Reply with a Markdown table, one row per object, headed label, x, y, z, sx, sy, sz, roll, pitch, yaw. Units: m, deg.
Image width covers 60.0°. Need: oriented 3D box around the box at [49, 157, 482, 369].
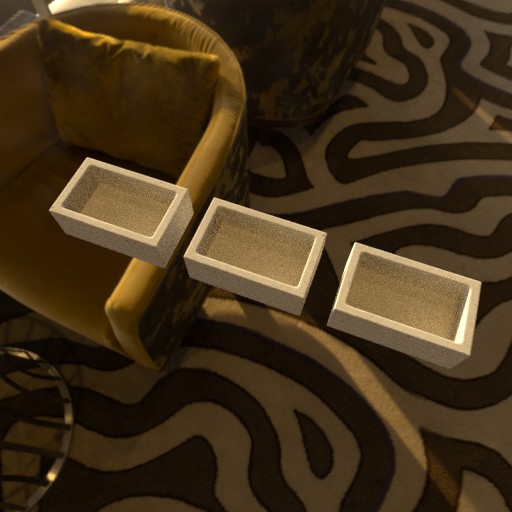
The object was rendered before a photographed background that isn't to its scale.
| label | x | y | z | sx | sy | sz | roll | pitch | yaw |
| --- | --- | --- | --- | --- | --- | --- | --- | --- | --- |
| box | 0.000 | 0.000 | 0.494 | 0.461 | 0.051 | 0.082 | 19 | 64 | 10 |
